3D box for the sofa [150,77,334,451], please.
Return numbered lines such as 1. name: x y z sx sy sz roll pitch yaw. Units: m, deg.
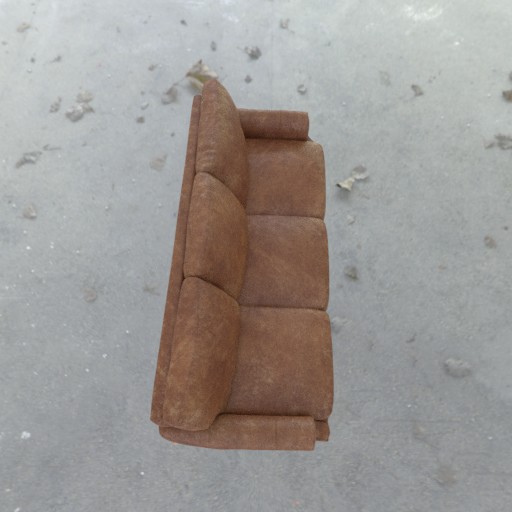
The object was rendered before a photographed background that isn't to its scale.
1. sofa: 0.000 0.000 2.907 0.973 0.977 2.351 2 64 1
